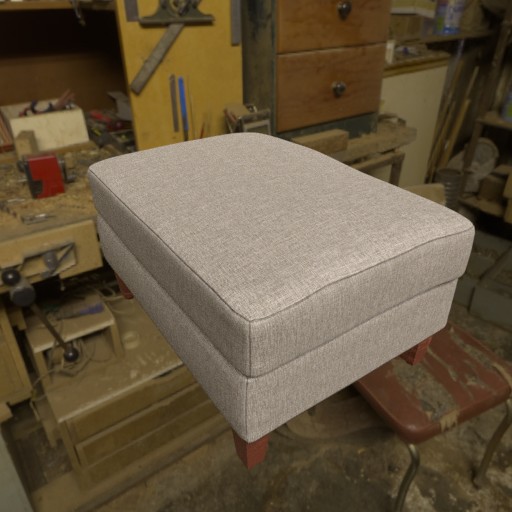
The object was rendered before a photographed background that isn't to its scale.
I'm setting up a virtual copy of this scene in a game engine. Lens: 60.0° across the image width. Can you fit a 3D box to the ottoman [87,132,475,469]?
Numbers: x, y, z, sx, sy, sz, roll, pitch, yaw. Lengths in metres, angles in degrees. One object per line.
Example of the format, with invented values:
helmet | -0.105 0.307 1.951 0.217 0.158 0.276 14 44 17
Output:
ottoman | 0.000 0.000 1.218 0.639 0.494 0.873 -20 36 -29
